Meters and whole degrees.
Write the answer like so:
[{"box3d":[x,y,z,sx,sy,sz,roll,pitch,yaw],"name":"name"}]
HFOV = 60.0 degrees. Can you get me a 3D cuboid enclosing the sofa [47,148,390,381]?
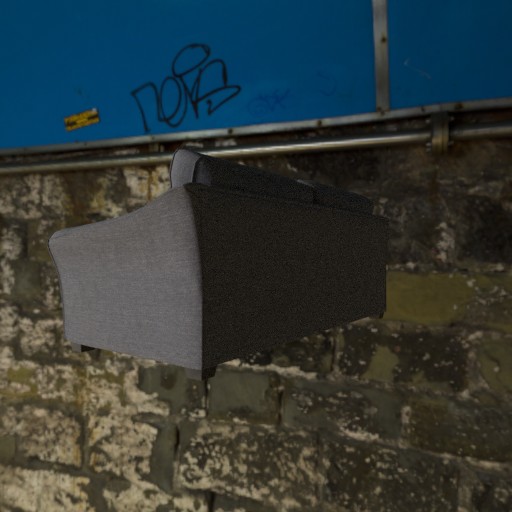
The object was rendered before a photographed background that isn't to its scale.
[{"box3d":[0.000,0.000,2.794,0.971,0.950,2.270,0,1,36],"name":"sofa"}]
